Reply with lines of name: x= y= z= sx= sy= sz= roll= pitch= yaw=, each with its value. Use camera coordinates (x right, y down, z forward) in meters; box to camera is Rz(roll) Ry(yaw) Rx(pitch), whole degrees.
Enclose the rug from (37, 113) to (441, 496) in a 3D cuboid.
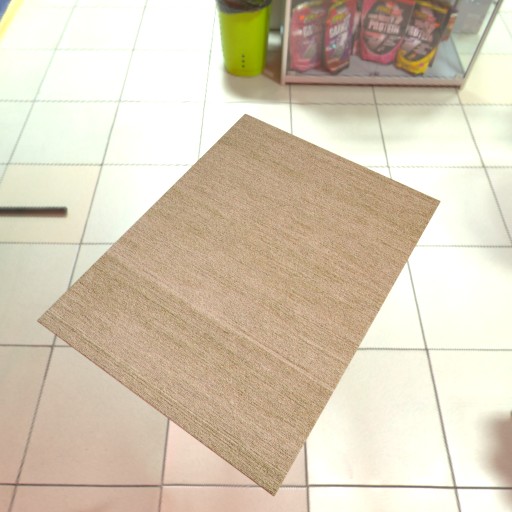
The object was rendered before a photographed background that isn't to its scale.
rug: x=0.000 y=0.000 z=4.185 sx=2.425 sy=0.016 sz=3.198 roll=29 pitch=62 yaw=17
